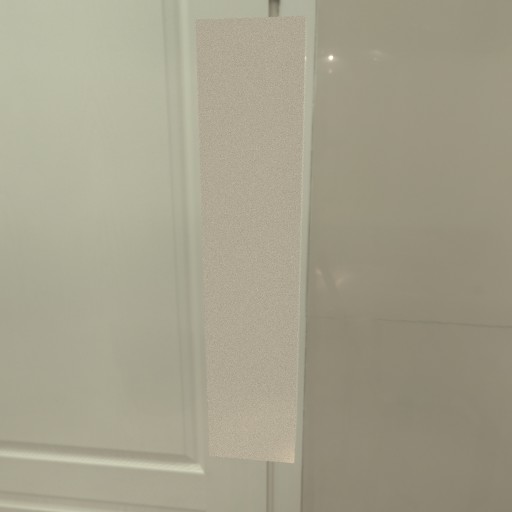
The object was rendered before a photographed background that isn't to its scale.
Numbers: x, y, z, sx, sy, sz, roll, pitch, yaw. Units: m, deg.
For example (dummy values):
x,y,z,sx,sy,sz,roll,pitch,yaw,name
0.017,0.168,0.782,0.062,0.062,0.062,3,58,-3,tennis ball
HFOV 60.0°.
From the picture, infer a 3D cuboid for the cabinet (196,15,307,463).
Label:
x,y,z,sx,sy,sz,roll,pitch,yaw,name
0.000,0.000,1.502,0.300,1.400,0.270,2,15,7,cabinet
